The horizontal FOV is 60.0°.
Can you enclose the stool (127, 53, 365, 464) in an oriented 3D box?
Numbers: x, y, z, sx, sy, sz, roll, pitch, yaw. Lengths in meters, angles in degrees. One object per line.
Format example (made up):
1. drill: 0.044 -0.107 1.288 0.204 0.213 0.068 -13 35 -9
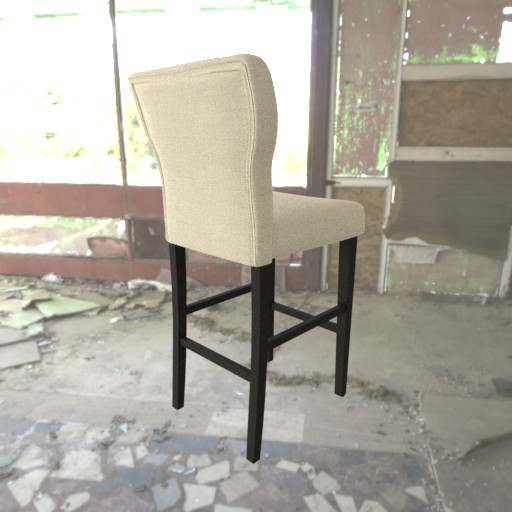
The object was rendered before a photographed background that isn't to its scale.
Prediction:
1. stool: 0.000 0.000 1.459 0.516 1.124 0.603 15 22 42
